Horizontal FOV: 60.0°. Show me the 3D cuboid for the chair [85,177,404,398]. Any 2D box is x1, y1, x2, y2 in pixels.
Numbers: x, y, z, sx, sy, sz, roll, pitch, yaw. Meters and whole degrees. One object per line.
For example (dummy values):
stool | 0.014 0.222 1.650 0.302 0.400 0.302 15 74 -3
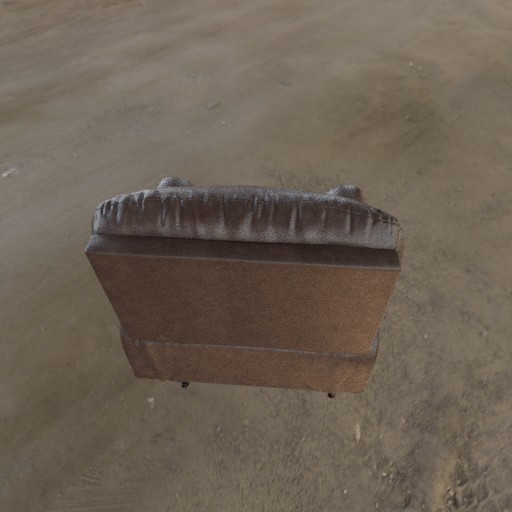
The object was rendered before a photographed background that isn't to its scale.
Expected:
chair | 0.000 0.000 1.694 0.940 1.041 0.879 3 47 3
